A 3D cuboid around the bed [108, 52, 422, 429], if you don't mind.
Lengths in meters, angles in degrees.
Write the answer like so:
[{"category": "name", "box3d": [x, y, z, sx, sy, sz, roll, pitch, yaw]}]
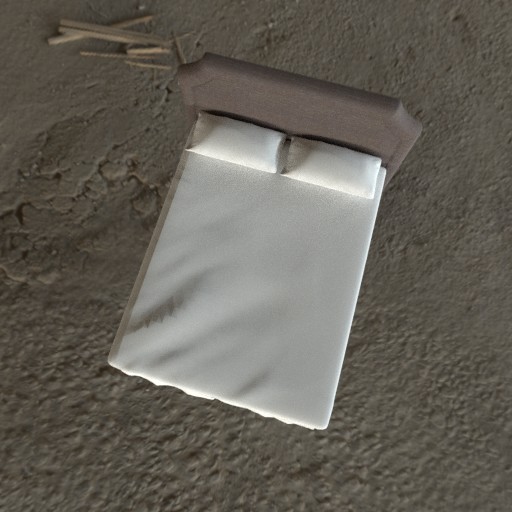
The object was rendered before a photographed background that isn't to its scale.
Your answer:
[{"category": "bed", "box3d": [0.000, 0.000, 3.123, 1.693, 1.290, 2.116, 15, 75, 4]}]
